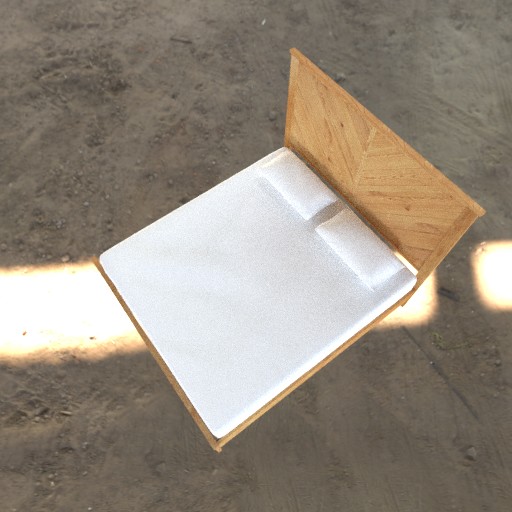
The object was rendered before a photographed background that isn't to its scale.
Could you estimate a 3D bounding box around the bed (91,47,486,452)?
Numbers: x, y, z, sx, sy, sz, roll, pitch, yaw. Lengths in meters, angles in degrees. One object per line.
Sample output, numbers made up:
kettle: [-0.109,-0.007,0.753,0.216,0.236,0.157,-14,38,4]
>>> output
bed: [0.000,0.000,4.153,2.530,1.938,2.225,-33,67,-16]
